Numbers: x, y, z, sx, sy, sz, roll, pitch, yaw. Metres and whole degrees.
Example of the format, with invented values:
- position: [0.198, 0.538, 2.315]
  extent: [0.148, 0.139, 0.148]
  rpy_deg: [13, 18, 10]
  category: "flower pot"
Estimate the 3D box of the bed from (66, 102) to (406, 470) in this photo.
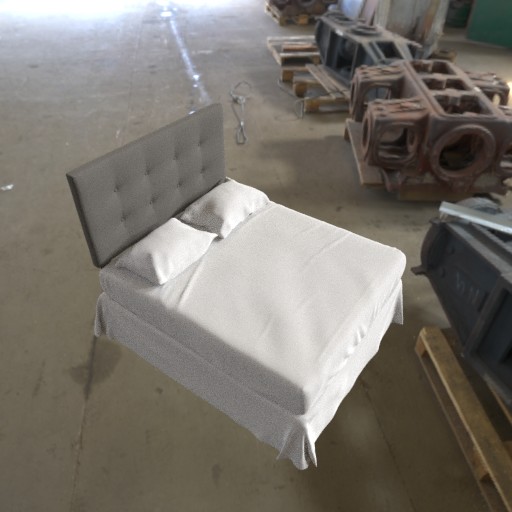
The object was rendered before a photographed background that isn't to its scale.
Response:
- position: [0.000, 0.000, 3.564]
  extent: [2.222, 1.577, 1.936]
  rpy_deg: [25, 46, 27]
  category: "bed"
